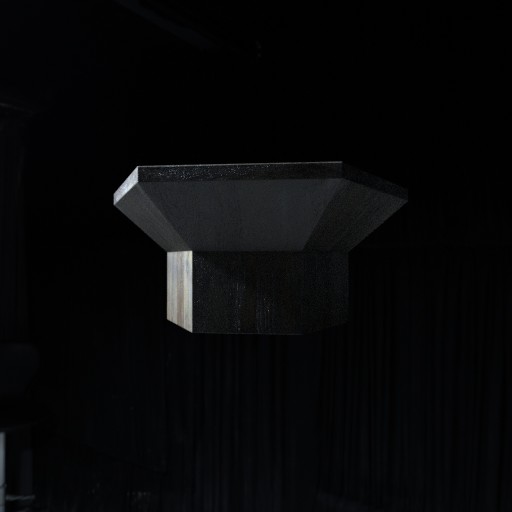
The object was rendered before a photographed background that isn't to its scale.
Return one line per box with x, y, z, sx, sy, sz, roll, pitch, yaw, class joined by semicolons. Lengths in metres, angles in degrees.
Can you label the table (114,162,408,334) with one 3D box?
0.000;0.000;1.673;0.966;0.488;1.115;0;-1;36;table
